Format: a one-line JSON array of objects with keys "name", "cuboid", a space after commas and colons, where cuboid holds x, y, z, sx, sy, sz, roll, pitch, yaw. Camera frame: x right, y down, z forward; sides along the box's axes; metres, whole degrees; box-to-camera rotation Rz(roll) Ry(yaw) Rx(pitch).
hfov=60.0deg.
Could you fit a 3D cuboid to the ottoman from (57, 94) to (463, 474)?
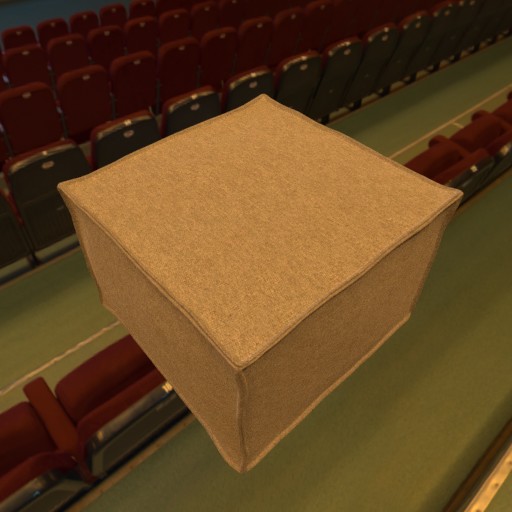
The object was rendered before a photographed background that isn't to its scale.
[{"name": "ottoman", "cuboid": [0.000, 0.000, 1.162, 0.707, 0.470, 0.696, -33, 54, -28]}]
